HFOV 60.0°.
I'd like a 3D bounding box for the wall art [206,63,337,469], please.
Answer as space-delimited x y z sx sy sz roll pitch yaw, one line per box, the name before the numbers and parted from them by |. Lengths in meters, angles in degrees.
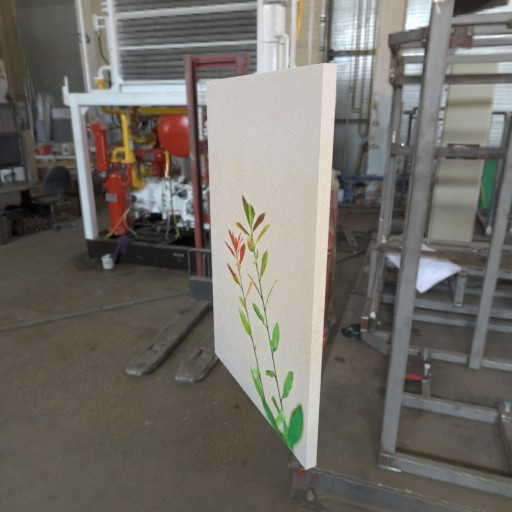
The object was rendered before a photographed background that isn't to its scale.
wall art | 0.000 0.000 1.506 0.038 1.143 0.764 -9 20 -25
